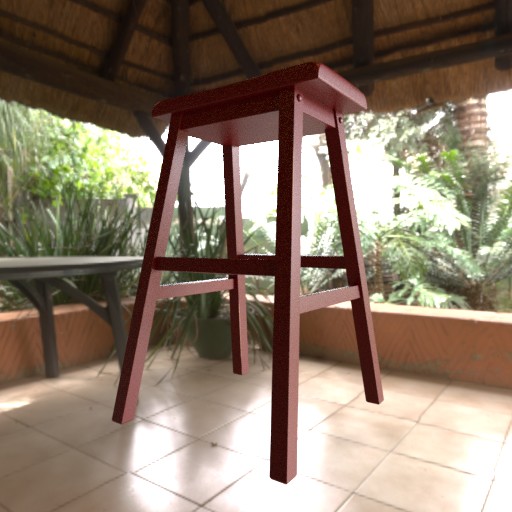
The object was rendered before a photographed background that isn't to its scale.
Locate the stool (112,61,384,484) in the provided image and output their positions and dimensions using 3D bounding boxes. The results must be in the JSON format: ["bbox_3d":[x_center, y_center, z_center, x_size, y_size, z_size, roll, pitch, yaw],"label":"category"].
[{"bbox_3d":[0.000,0.000,1.046,0.457,0.737,0.476,1,2,35],"label":"stool"}]
